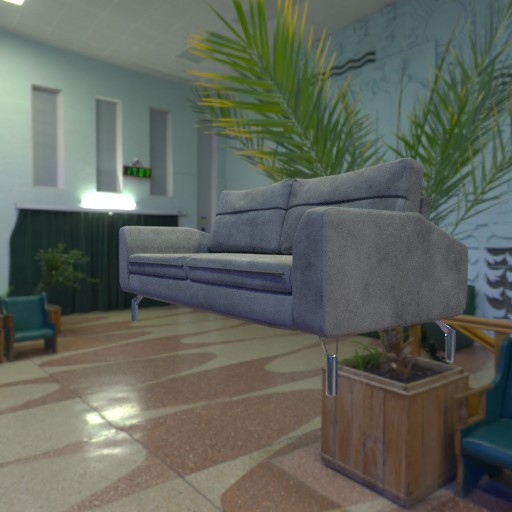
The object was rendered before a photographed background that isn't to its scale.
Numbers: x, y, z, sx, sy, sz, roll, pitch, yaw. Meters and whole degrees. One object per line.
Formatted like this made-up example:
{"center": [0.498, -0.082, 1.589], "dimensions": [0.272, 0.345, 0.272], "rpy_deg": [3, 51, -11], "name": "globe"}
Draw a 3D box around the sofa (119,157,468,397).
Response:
{"center": [0.000, 0.000, 2.318], "dimensions": [0.849, 0.859, 1.837], "rpy_deg": [-1, 2, -36], "name": "sofa"}
